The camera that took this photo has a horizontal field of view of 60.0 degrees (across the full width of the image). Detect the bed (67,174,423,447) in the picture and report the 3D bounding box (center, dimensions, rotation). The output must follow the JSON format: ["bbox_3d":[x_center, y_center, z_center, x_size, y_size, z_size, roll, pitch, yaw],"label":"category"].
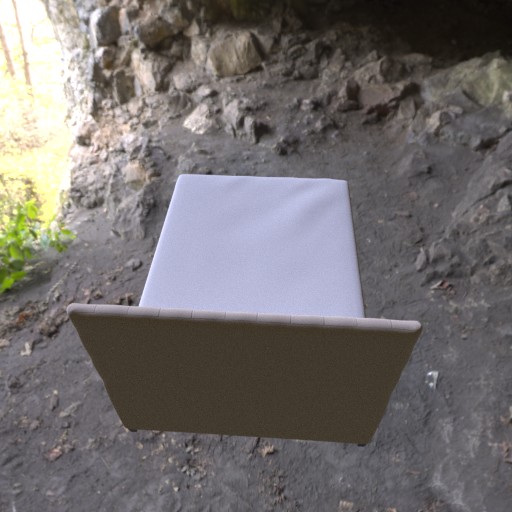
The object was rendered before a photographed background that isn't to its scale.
[{"bbox_3d":[0.000,0.000,3.325,1.696,1.426,2.233,3,46,3],"label":"bed"}]
